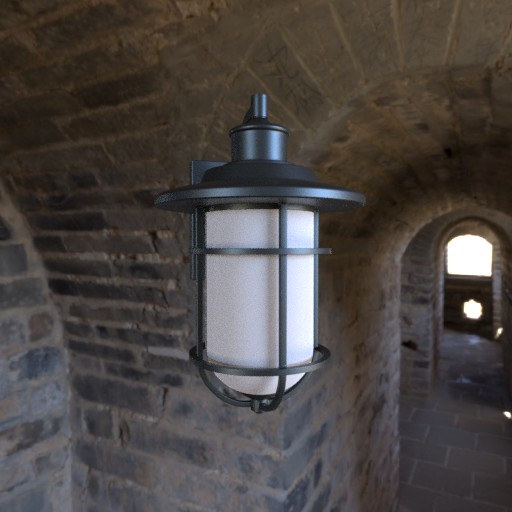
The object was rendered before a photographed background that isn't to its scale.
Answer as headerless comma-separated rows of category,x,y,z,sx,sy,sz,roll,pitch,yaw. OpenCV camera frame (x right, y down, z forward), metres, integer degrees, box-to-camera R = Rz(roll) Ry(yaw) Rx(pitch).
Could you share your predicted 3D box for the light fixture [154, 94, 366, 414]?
light fixture,0.000,0.000,0.494,0.222,0.345,0.252,0,1,-18
